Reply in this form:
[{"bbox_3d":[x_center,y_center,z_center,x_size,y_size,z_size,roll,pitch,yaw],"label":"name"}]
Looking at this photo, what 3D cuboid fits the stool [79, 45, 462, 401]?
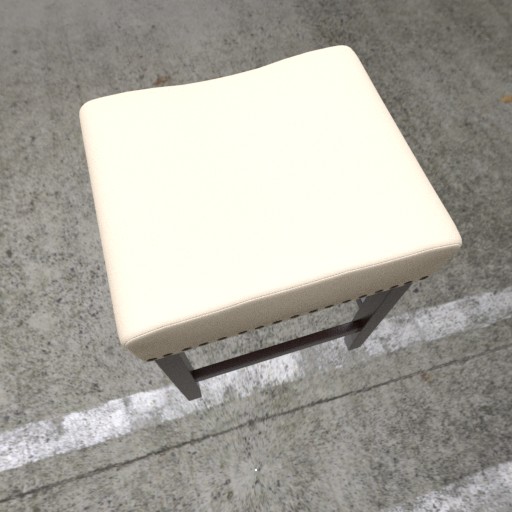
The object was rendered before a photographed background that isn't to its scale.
[{"bbox_3d":[0.000,0.000,0.900,0.471,0.609,0.401,-16,65,-7],"label":"stool"}]
